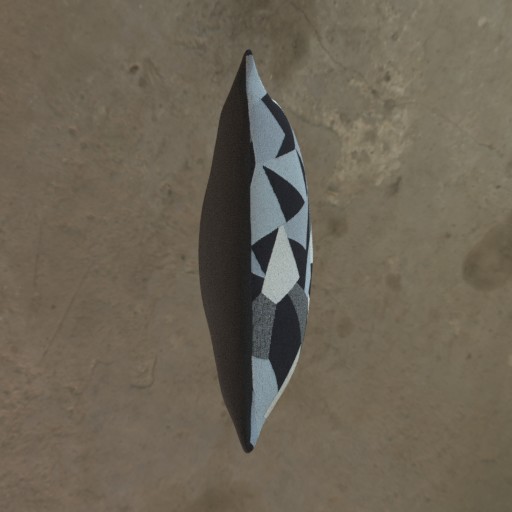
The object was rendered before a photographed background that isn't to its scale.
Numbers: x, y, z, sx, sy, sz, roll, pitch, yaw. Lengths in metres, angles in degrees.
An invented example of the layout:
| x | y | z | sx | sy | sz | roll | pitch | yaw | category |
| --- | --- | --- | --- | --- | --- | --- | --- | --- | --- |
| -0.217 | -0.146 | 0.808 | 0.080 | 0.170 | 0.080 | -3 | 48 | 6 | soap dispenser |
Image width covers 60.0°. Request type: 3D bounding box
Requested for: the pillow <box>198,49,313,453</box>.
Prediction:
| x | y | z | sx | sy | sz | roll | pitch | yaw | category |
| --- | --- | --- | --- | --- | --- | --- | --- | --- | --- |
| 0.000 | 0.000 | 0.774 | 0.208 | 0.496 | 0.503 | 0 | 89 | 0 | pillow |
